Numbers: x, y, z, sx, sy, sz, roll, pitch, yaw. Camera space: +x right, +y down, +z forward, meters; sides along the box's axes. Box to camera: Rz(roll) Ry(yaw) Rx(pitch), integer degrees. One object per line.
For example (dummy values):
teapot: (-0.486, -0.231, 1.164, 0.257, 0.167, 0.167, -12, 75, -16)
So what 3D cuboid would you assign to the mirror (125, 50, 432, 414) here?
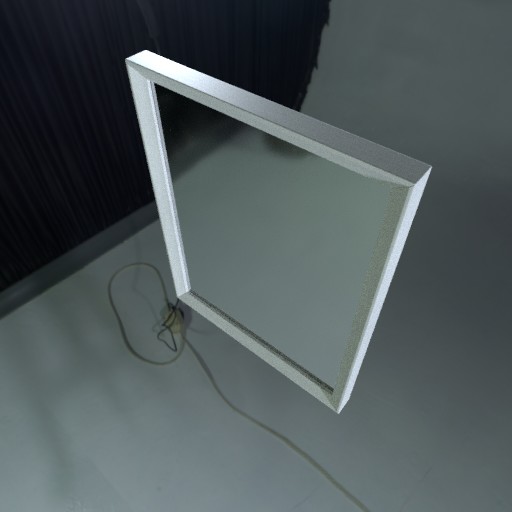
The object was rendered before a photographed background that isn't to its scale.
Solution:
mirror: (0.000, 0.000, 0.686, 0.406, 0.509, 0.041, 31, 55, 25)
